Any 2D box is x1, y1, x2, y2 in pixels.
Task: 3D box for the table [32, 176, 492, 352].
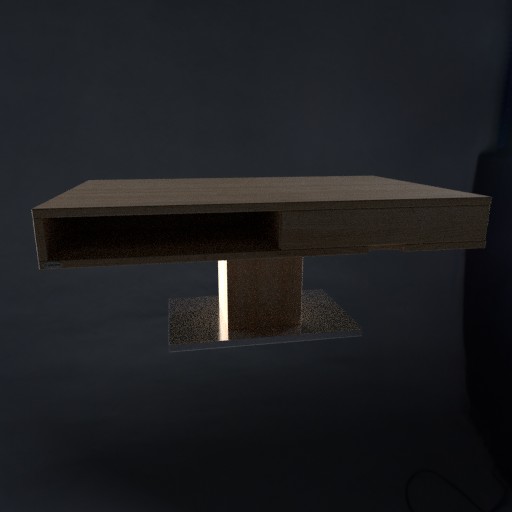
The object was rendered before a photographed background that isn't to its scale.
[{"bbox_3d":[0.000,0.000,1.425,1.100,0.440,0.700,-3,15,-10],"label":"table"}]
